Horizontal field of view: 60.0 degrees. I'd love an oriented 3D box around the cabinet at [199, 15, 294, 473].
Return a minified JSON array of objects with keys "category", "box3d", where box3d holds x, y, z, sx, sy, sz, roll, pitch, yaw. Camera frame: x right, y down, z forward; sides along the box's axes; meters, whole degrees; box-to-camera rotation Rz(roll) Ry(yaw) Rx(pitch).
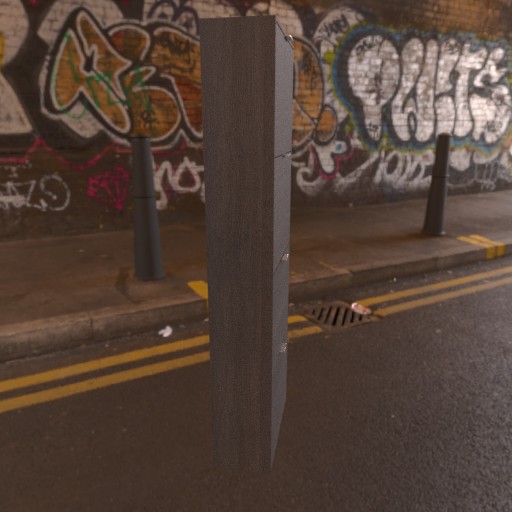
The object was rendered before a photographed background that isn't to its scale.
[{"category":"cabinet","box3d":[0.000,0.000,1.791,0.255,1.630,0.520,3,16,10]}]
